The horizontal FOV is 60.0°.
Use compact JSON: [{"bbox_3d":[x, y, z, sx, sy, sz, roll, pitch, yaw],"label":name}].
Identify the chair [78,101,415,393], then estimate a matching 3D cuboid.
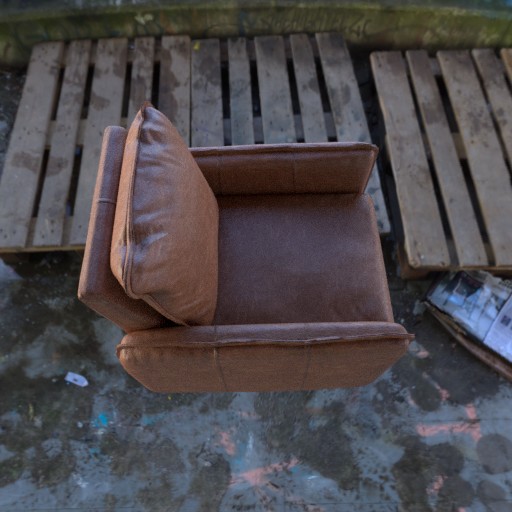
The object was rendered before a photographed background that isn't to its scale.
[{"bbox_3d":[0.000,0.000,1.556,0.922,0.922,0.830,-1,63,-1],"label":"chair"}]
